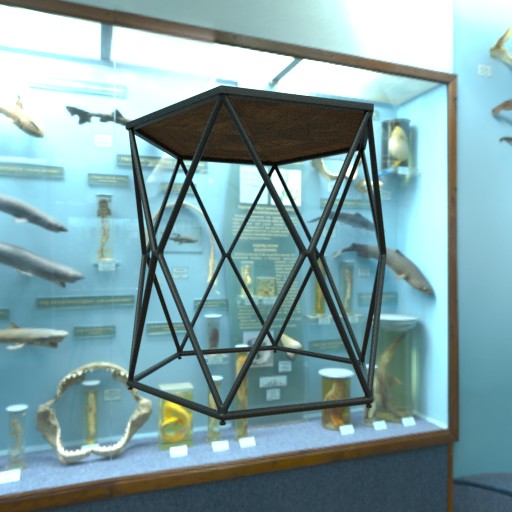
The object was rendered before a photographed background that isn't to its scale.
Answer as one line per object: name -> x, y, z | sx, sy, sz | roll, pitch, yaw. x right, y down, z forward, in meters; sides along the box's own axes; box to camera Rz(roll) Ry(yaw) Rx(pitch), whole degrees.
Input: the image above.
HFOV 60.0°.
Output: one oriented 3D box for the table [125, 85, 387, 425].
table -> 0.000, 0.000, 1.022 | 0.578, 0.564, 0.579 | 0, 0, -18
